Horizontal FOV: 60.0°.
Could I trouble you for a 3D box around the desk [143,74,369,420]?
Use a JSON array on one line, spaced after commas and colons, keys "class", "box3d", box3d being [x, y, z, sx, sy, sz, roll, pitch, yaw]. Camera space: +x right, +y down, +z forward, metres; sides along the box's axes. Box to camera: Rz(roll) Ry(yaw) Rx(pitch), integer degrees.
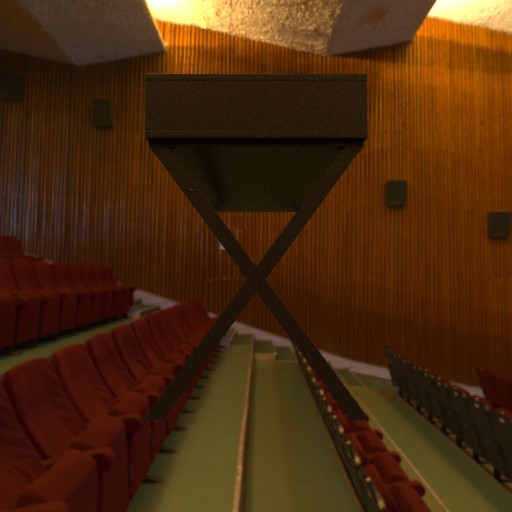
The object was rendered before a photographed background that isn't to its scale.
[{"class": "desk", "box3d": [0.000, 0.000, 1.517, 0.504, 0.780, 1.057, 0, -3, 0]}]
